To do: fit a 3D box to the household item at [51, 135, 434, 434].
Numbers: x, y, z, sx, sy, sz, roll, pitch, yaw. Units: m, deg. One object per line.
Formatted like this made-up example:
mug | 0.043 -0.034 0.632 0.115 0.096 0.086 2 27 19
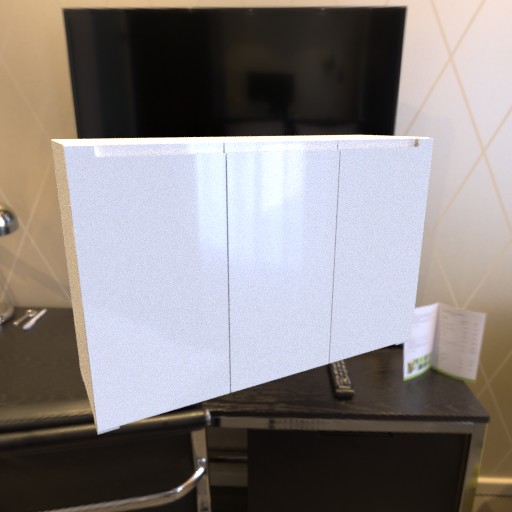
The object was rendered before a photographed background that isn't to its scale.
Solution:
household item | 0.000 0.000 1.691 1.300 0.867 0.420 -9 19 -27
